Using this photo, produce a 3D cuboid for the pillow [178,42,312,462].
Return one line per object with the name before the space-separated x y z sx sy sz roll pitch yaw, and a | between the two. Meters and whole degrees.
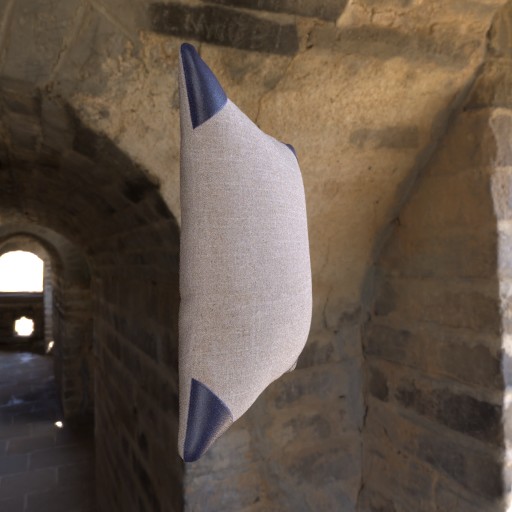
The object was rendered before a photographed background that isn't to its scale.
pillow | 0.000 0.000 0.663 0.147 0.441 0.440 0 -1 18
